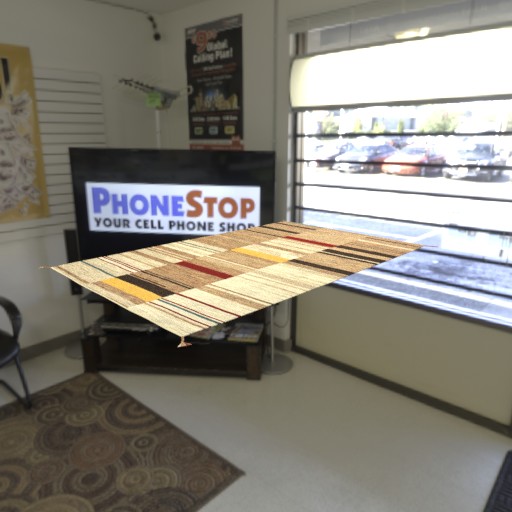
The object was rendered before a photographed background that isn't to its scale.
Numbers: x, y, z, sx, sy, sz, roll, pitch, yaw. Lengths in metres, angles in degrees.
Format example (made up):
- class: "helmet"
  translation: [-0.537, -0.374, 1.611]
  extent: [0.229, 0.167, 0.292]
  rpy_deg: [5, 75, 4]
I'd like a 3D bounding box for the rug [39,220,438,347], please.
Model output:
- class: "rug"
  translation: [0.000, 0.000, 2.476]
  extent: [1.918, 0.007, 1.268]
  rpy_deg: [-15, 21, -43]
